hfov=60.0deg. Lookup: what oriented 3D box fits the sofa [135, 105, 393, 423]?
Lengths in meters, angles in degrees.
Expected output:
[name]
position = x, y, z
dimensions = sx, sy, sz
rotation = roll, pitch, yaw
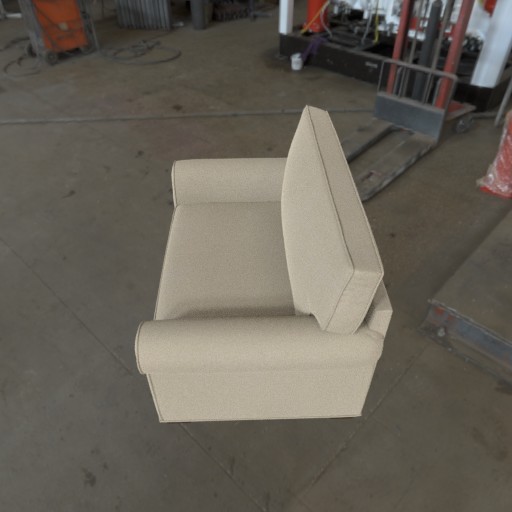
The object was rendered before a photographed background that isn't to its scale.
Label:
[sofa]
position = 0.000, 0.000, 2.193
dimensions = 0.937, 1.006, 1.405
rotation = -1, 42, -1
